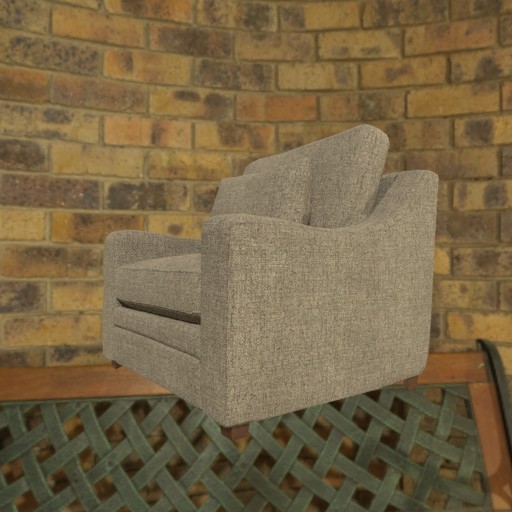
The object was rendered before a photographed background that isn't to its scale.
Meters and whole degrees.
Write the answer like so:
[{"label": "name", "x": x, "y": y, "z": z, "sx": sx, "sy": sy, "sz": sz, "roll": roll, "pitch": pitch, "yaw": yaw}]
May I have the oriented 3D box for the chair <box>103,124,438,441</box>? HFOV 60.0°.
[{"label": "chair", "x": 0.000, "y": 0.000, "z": 1.924, "sx": 1.009, "sy": 1.037, "sz": 1.138, "roll": 0, "pitch": 0, "yaw": -36}]
